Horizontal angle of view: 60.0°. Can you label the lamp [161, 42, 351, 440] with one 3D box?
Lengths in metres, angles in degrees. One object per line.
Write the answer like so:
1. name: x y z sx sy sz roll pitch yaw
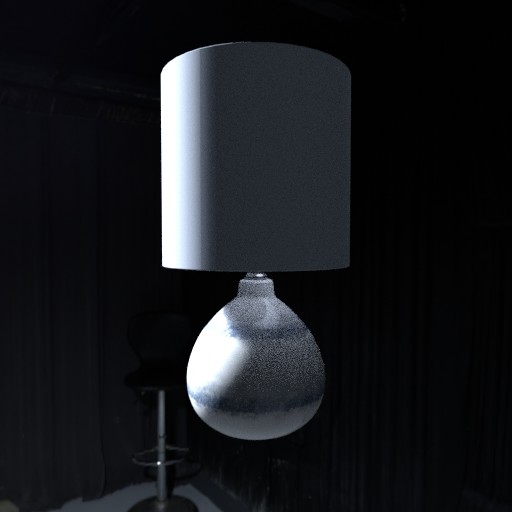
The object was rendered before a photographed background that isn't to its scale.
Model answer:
1. lamp: 0.000 0.000 0.524 0.216 0.404 0.216 -2 3 -36
